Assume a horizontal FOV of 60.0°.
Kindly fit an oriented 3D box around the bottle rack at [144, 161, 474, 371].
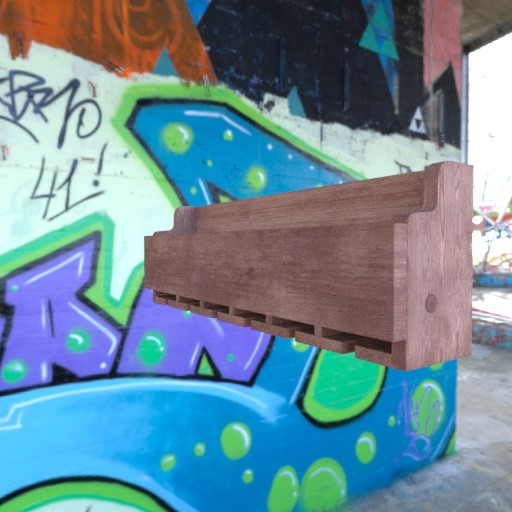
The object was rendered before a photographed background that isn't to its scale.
[{"bbox_3d":[0.000,0.000,0.673,0.126,0.196,0.608,-1,2,-34],"label":"bottle rack"}]
